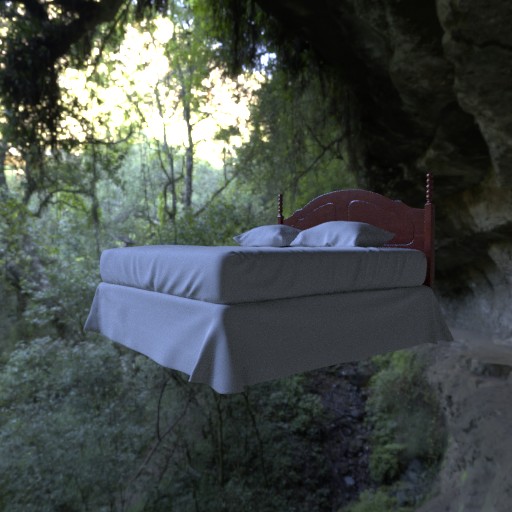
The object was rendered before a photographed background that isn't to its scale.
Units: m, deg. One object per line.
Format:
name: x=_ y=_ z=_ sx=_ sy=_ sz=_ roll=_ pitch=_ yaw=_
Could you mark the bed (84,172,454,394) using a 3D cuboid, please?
bed: x=0.000 y=0.000 z=3.694 sx=2.219 sy=1.355 sz=2.322 roll=-1 pitch=2 yaw=-37
